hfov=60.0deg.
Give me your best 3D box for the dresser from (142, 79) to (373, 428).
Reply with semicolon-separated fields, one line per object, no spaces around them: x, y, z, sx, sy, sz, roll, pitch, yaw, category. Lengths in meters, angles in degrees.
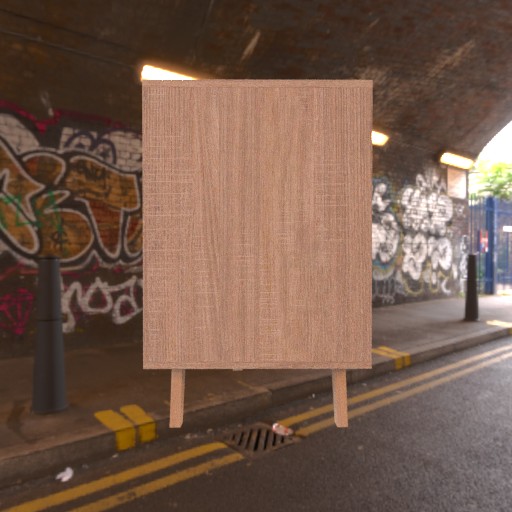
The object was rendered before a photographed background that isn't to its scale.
0.000;0.000;1.521;0.500;0.780;1.110;0;1;0;dresser
